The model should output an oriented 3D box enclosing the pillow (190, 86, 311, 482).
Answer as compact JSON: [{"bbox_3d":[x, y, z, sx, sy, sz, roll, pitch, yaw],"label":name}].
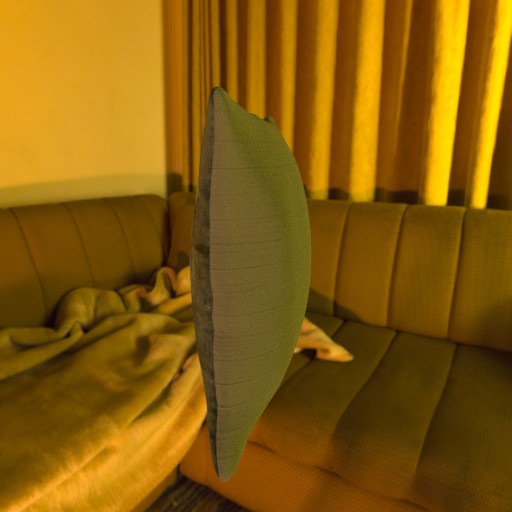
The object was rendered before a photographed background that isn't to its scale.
[{"bbox_3d":[0.000,0.000,0.713,0.175,0.464,0.470,2,14,10],"label":"pillow"}]
